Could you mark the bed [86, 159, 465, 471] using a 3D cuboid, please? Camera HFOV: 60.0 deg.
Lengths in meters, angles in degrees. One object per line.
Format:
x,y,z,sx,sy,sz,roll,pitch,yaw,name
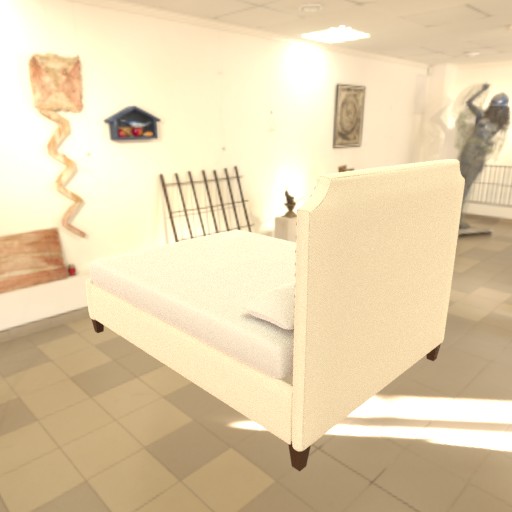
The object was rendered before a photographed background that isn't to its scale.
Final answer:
0.000,0.000,3.377,1.712,1.497,2.372,-16,22,-43,bed
